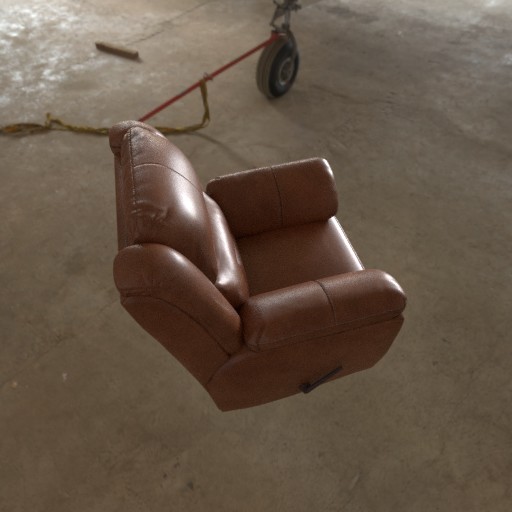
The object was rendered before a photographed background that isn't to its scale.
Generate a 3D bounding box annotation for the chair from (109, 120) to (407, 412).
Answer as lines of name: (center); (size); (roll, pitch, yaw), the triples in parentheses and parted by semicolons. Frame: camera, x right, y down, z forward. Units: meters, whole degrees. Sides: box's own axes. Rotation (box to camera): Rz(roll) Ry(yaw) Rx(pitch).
chair: (0.000, 0.000, 1.948); (1.041, 1.093, 0.990); (-10, 48, -9)
